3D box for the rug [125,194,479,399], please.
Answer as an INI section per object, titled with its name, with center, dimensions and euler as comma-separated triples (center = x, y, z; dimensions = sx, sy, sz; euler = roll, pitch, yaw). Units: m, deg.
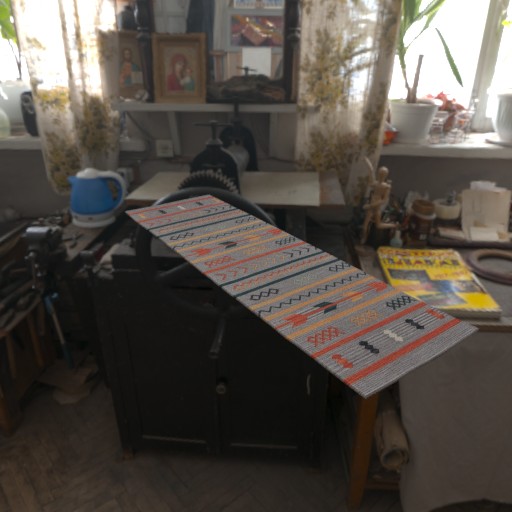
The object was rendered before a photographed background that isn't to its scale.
[rug]
center = 0.000, 0.000, 2.675
dimensions = 0.744, 0.022, 2.419
euler = -17, 30, -31
